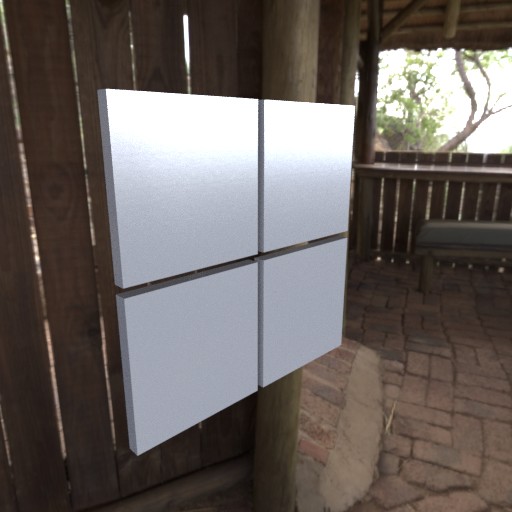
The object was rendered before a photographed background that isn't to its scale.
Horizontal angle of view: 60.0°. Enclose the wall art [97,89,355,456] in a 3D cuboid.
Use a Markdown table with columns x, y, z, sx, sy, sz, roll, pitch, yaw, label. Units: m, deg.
| x | y | z | sx | sy | sz | roll | pitch | yaw | label |
| --- | --- | --- | --- | --- | --- | --- | --- | --- | --- |
| 0.000 | 0.000 | 0.917 | 0.611 | 0.611 | 0.029 | -15 | 21 | -42 | wall art |
